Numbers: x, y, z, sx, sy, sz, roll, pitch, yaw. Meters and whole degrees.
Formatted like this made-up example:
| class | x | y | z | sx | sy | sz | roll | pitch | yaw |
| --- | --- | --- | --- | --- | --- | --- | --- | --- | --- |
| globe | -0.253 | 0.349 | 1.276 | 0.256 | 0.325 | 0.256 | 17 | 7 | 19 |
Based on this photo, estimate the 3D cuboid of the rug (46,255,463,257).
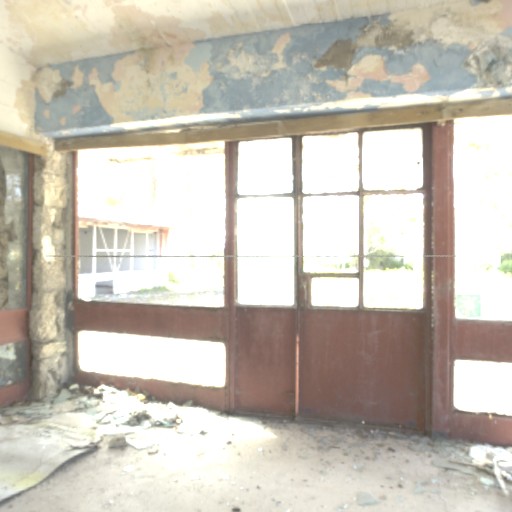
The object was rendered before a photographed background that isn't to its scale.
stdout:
| class | x | y | z | sx | sy | sz | roll | pitch | yaw |
| --- | --- | --- | --- | --- | --- | --- | --- | --- | --- |
| rug | 0.000 | 0.000 | 2.918 | 2.286 | 0.006 | 1.524 | 0 | 0 | -35 |
